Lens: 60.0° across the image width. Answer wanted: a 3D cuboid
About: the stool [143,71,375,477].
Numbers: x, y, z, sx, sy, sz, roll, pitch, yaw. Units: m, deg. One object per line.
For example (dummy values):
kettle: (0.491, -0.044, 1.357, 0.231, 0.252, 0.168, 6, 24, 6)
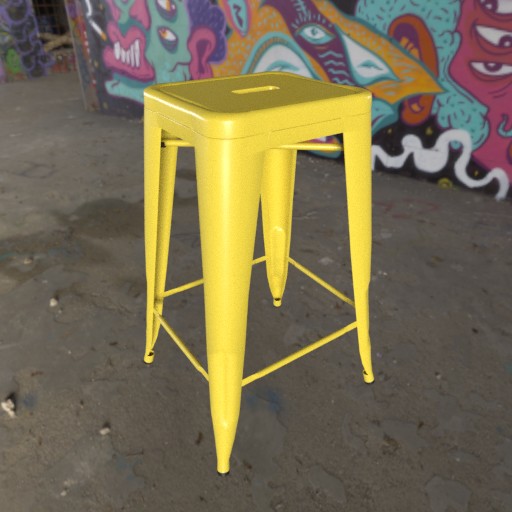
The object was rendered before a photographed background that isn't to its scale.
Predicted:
stool: (0.000, 0.000, 0.845, 0.399, 0.609, 0.359, -20, 36, -30)
